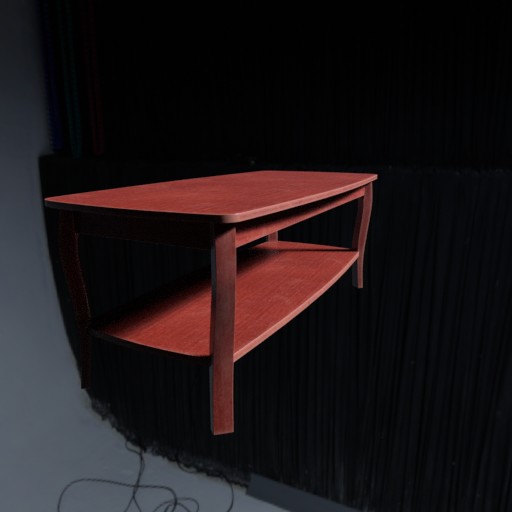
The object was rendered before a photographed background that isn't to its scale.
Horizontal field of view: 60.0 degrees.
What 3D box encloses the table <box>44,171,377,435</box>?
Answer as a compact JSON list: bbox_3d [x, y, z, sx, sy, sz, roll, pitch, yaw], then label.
[{"bbox_3d":[0.000,0.000,1.456,0.561,0.473,1.216,7,16,26],"label":"table"}]
